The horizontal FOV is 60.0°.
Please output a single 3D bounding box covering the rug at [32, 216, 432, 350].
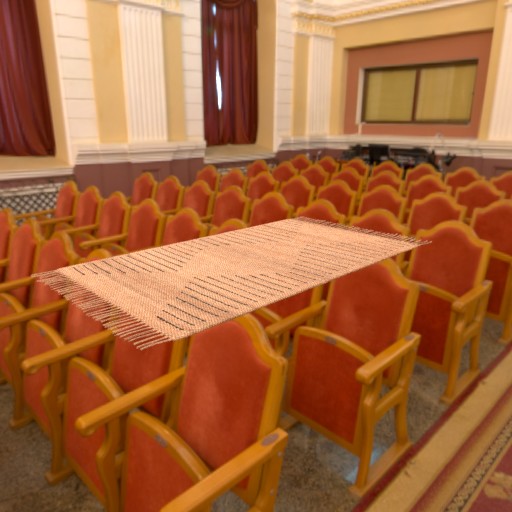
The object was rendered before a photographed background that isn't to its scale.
[{"bbox_3d":[0.000,0.000,2.072,1.718,0.017,0.905,-16,23,-42],"label":"rug"}]
